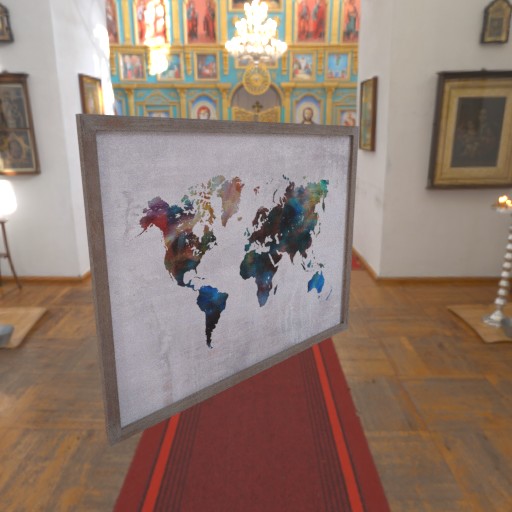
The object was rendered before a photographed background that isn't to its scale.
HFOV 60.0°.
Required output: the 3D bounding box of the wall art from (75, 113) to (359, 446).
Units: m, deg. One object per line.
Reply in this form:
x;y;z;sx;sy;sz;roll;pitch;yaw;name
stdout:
0.000;0.000;1.334;1.012;0.774;0.019;-14;20;-43;wall art
